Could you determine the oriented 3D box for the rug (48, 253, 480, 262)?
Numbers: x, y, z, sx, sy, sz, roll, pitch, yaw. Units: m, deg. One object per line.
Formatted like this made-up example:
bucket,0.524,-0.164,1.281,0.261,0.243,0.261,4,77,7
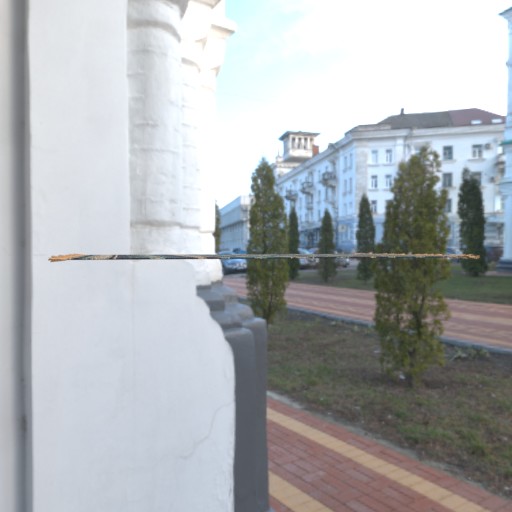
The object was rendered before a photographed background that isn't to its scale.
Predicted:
rug,0.000,0.000,2.420,1.936,0.028,1.181,0,1,-18
